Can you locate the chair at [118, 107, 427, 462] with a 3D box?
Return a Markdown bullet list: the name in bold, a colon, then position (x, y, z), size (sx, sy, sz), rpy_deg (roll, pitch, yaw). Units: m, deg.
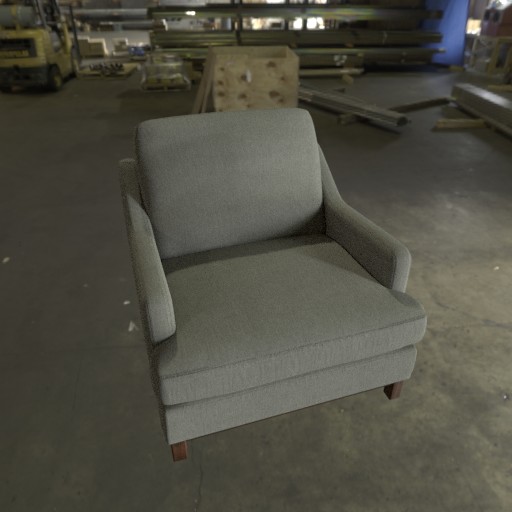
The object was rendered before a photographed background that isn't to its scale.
- **chair**: position (0.000, 0.000, 1.531), size (0.826, 0.821, 0.892), rpy_deg (-10, 33, -15)
